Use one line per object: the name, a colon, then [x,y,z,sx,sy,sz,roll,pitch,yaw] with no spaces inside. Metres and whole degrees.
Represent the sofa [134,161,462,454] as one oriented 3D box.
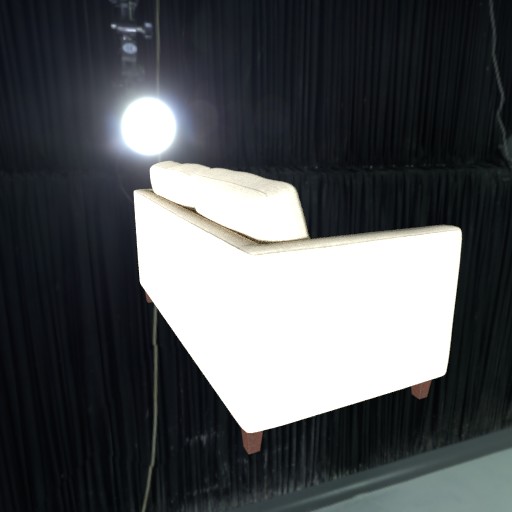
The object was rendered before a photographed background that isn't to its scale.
sofa: [0.000,0.000,2.389,0.950,0.963,1.884,-7,16,-24]
